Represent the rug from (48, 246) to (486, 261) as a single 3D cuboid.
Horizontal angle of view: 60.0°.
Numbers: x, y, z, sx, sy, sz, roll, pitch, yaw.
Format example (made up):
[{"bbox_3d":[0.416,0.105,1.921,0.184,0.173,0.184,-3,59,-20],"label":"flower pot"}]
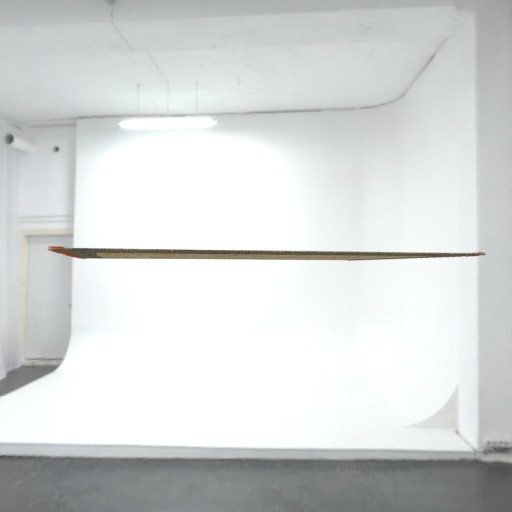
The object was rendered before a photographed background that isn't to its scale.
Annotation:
[{"bbox_3d":[0.000,0.000,2.310,1.838,0.019,1.220,1,-2,-17],"label":"rug"}]
